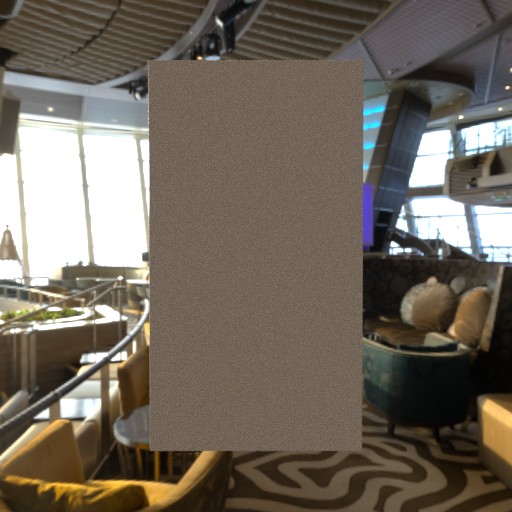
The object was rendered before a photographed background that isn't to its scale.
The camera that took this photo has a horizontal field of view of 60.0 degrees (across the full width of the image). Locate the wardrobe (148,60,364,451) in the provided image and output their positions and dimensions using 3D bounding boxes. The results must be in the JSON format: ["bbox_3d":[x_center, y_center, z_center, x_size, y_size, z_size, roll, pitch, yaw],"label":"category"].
[{"bbox_3d":[0.000,0.000,2.339,0.991,1.808,0.577,0,1,0],"label":"wardrobe"}]
